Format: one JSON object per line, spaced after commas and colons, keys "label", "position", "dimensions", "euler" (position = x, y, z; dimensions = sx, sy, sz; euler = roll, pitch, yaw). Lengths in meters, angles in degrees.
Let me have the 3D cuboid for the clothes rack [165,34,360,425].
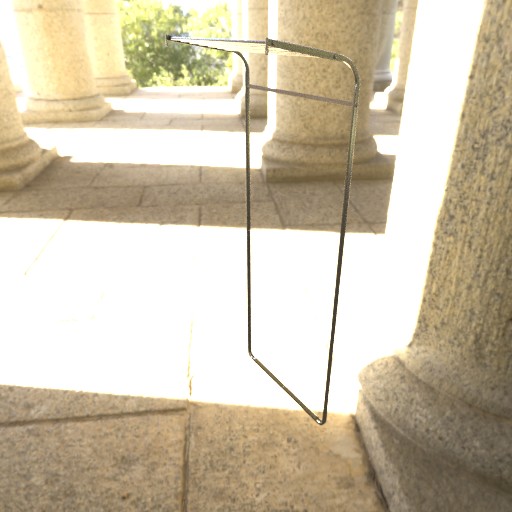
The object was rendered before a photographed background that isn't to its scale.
{"label": "clothes rack", "position": [0.000, 0.000, 1.763], "dimensions": [0.349, 1.574, 0.609], "euler": [-18, 32, -30]}
